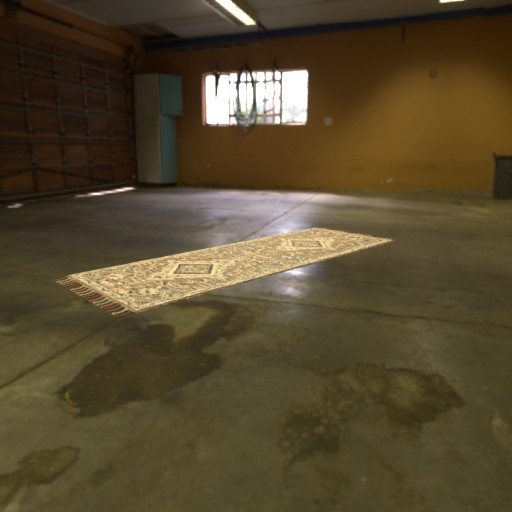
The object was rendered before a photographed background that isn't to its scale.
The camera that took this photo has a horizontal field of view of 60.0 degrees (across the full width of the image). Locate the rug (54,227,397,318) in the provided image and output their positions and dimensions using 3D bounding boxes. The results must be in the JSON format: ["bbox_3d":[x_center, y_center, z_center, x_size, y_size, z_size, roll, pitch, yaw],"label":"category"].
[{"bbox_3d":[0.000,0.000,2.846,2.378,0.018,1.324,-7,16,-27],"label":"rug"}]
